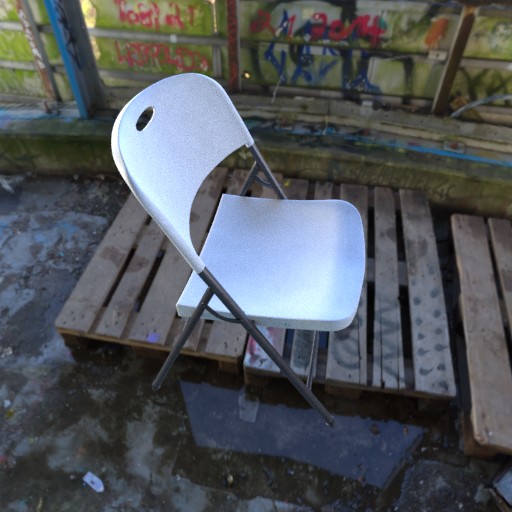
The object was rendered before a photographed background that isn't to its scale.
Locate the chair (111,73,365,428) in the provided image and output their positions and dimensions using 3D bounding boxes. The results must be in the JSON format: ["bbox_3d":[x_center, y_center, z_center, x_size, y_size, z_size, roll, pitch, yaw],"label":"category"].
[{"bbox_3d":[0.000,0.000,1.179,0.566,0.810,0.494,9,48,8],"label":"chair"}]
